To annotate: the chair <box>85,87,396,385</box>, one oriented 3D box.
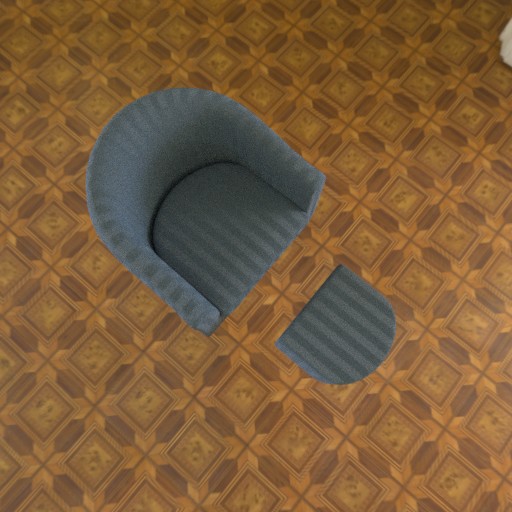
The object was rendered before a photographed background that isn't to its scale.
[{"bbox_3d":[0.000,0.000,1.791,1.288,0.757,0.756,39,78,10],"label":"chair"}]
